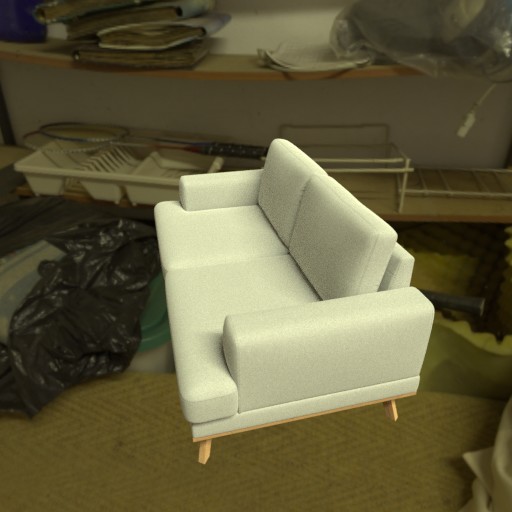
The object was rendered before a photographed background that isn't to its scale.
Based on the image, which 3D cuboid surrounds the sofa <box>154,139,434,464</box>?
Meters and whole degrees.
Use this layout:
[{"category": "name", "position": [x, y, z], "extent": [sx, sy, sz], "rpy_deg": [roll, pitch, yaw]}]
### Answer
[{"category": "sofa", "position": [0.000, 0.000, 2.184], "extent": [0.915, 0.810, 1.651], "rpy_deg": [-7, 30, -12]}]
